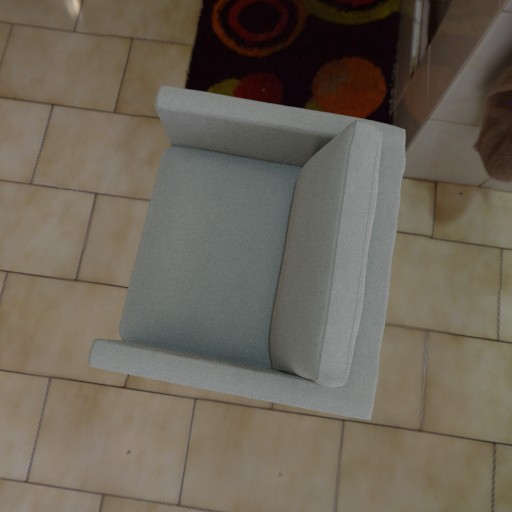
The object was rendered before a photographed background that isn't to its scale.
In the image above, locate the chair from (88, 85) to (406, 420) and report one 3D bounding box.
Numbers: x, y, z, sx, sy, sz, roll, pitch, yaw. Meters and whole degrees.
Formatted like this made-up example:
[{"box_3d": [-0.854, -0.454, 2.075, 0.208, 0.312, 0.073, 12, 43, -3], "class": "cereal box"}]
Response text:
[{"box_3d": [0.000, 0.000, 1.759, 0.949, 0.863, 1.057, 10, 78, 2], "class": "chair"}]
